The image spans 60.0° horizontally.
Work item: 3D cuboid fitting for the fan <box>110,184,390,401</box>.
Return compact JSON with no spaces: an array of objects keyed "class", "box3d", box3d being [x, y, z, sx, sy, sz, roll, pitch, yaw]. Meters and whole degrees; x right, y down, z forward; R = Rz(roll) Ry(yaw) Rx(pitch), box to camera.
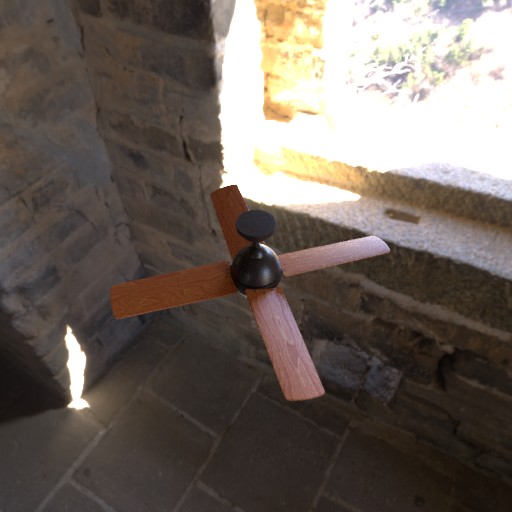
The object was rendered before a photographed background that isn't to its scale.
[{"class":"fan","box3d":[0.000,0.000,2.009,1.332,0.403,1.332,-12,47,-11]}]
